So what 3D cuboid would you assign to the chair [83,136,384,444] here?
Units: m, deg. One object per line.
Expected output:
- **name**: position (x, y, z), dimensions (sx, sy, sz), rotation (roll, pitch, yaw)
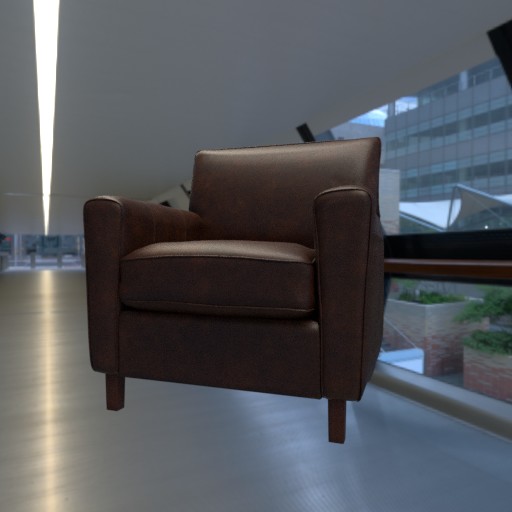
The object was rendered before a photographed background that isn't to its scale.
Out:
- **chair**: position (0.000, 0.000, 1.573), dimensions (0.870, 0.943, 0.823), rotation (0, 2, 19)
